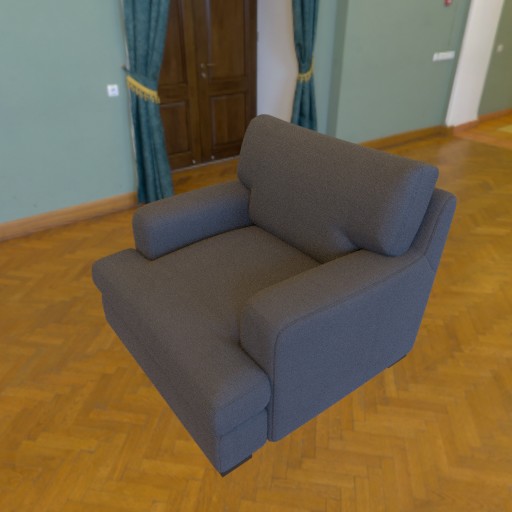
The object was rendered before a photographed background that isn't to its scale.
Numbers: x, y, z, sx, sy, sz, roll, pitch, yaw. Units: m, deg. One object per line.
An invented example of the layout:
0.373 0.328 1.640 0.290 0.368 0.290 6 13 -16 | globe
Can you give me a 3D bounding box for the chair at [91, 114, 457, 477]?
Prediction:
0.000 0.000 1.932 1.143 0.940 1.168 -21 37 -31 | chair
